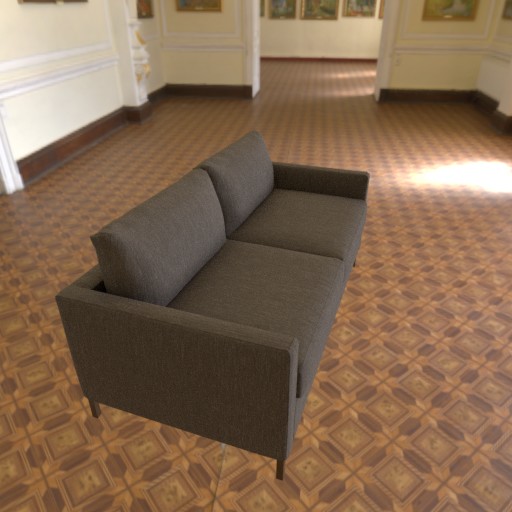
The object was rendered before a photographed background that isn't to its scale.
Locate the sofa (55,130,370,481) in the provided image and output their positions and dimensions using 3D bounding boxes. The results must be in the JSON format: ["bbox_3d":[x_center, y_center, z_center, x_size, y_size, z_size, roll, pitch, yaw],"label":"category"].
[{"bbox_3d":[0.000,0.000,2.148,0.875,0.840,1.682,10,31,17],"label":"sofa"}]
